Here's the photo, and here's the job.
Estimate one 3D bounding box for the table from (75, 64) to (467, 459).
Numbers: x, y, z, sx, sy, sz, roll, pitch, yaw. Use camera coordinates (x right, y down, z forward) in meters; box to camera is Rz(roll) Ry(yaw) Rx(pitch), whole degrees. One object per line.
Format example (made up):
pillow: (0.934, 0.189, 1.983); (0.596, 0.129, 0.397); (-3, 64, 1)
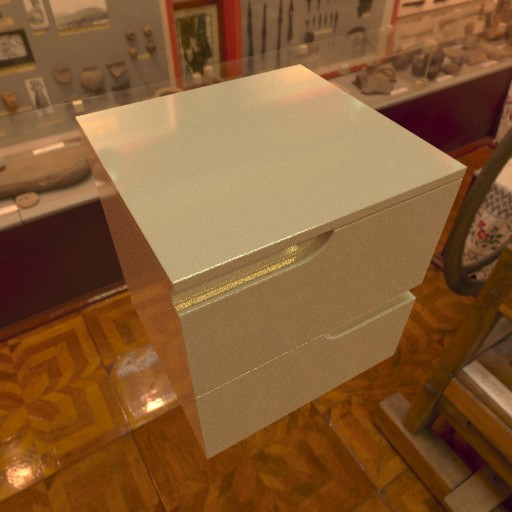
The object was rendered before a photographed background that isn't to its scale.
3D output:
table: (0.000, 0.000, 0.804); (0.420, 0.470, 0.400); (-22, 49, -21)
